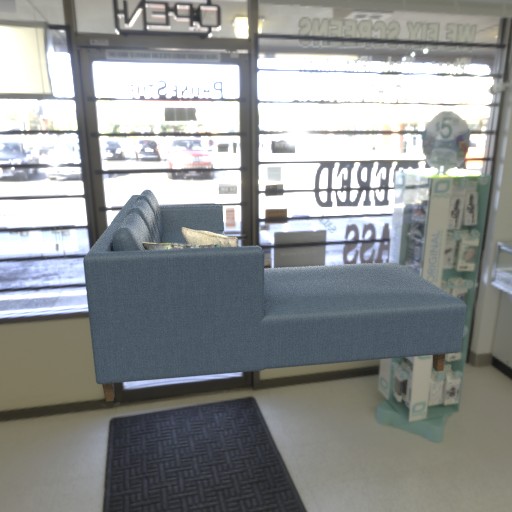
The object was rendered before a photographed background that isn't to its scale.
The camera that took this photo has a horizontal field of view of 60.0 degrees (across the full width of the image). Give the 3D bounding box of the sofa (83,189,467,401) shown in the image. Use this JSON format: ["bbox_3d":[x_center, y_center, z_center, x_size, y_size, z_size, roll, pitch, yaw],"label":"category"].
[{"bbox_3d":[0.000,0.000,3.077,1.829,0.787,2.120,-2,15,-9],"label":"sofa"}]
